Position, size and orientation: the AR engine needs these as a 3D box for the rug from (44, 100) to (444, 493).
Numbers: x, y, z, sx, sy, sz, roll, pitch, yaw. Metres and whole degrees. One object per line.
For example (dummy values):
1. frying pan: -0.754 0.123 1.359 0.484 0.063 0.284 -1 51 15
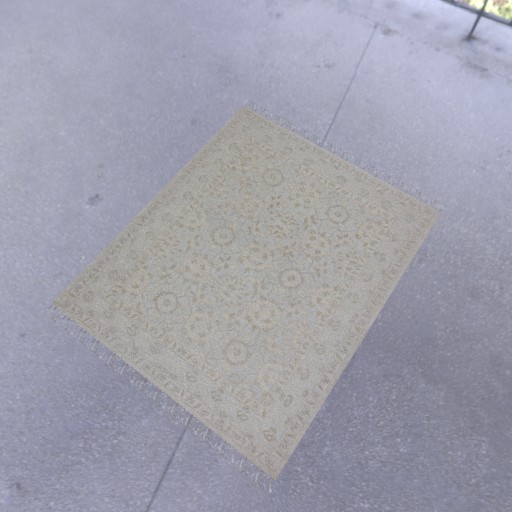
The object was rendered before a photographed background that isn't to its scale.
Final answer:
1. rug: 0.000 0.000 4.094 2.444 0.013 3.043 33 68 15
